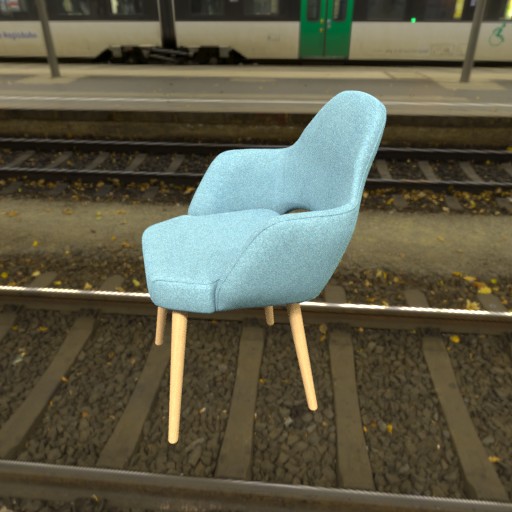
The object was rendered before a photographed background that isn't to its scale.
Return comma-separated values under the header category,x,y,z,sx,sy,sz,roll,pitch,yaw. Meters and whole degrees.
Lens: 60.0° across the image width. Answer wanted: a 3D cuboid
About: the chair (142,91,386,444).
category,x,y,z,sx,sy,sz,roll,pitch,yaw
chair,0.000,0.000,1.354,0.666,0.920,0.589,-8,30,-14
